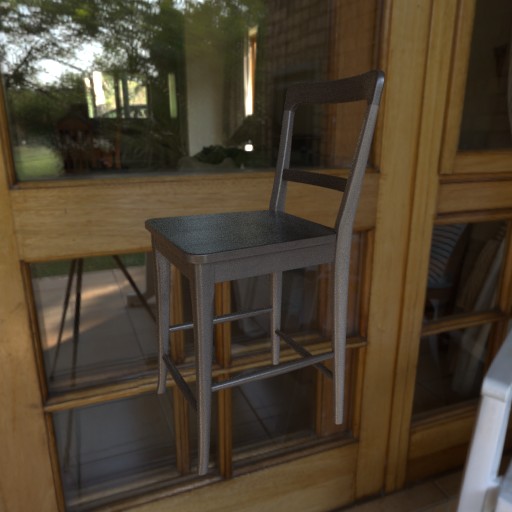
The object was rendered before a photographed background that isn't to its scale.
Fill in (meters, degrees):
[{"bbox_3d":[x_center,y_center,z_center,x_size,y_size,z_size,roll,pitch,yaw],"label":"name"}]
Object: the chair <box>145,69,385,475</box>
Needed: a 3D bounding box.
[{"bbox_3d":[0.000,0.000,1.288,0.546,0.991,0.450,-8,18,-26],"label":"chair"}]
